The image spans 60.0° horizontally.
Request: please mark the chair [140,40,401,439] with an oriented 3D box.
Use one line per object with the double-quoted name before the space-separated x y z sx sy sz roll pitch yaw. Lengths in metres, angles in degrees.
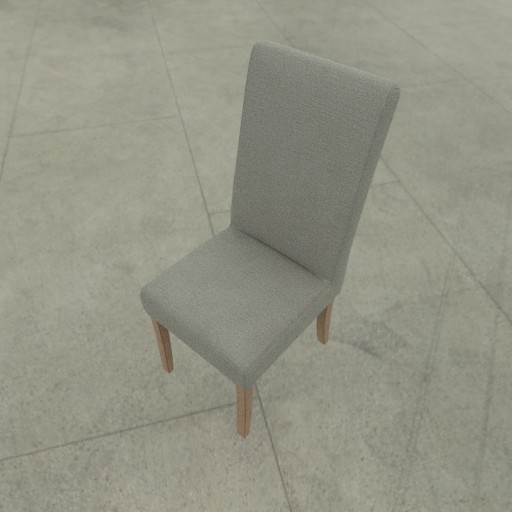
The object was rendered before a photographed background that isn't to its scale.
"chair" 0.000 0.000 1.373 0.450 1.033 0.611 31 54 26
